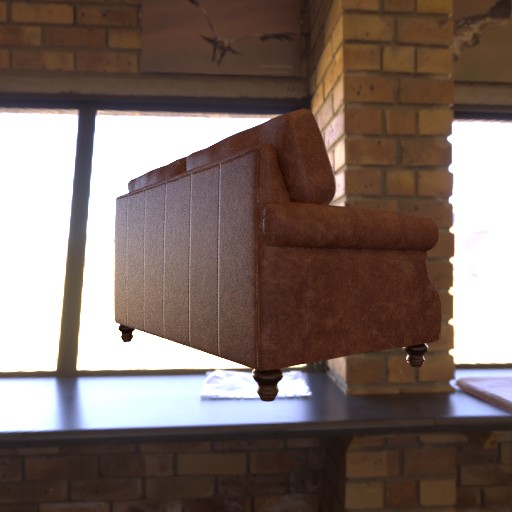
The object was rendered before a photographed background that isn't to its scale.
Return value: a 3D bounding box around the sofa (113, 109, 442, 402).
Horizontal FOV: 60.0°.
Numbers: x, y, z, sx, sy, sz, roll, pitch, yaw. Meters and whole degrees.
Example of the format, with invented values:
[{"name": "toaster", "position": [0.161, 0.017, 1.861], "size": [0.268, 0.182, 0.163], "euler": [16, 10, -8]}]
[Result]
[{"name": "sofa", "position": [0.000, 0.000, 2.235], "size": [0.990, 0.967, 1.616], "euler": [1, -1, -36]}]
